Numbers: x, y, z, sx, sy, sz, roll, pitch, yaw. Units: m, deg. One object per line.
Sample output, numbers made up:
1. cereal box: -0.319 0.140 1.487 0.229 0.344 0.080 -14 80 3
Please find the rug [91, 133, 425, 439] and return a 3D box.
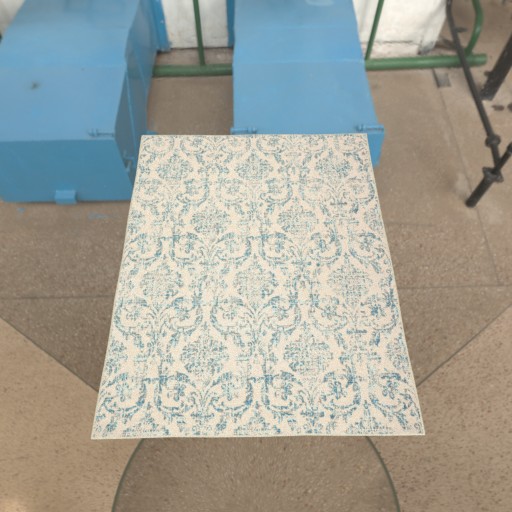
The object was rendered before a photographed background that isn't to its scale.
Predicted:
1. rug: 0.000 0.000 3.893 2.363 0.012 2.980 -1 59 0
